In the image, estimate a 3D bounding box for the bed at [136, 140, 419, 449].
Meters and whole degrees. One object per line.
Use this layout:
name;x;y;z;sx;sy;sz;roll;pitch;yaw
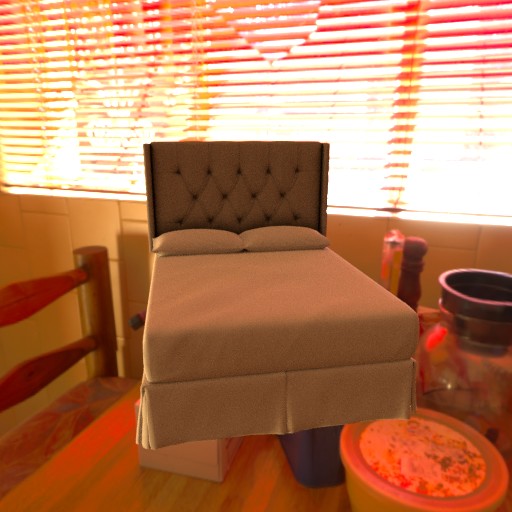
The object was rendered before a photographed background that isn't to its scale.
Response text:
bed;0.000;0.000;3.346;1.719;1.665;2.066;-3;15;-10
